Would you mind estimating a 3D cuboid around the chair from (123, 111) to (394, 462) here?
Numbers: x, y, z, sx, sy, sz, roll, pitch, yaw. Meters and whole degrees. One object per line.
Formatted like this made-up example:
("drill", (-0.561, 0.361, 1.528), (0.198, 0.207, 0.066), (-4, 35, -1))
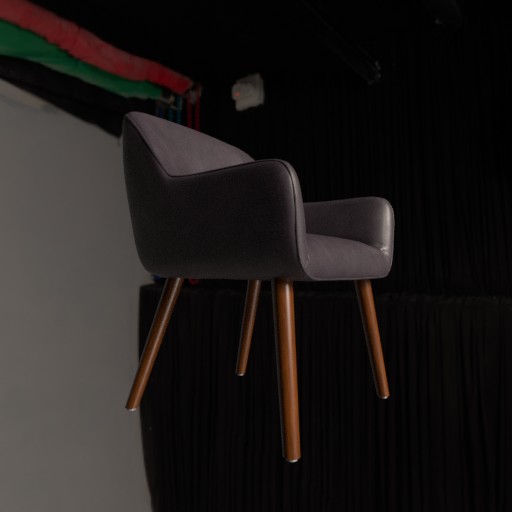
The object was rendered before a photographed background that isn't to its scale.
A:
("chair", (0.000, 0.000, 1.260), (0.610, 0.828, 0.610), (-1, -2, 35))
